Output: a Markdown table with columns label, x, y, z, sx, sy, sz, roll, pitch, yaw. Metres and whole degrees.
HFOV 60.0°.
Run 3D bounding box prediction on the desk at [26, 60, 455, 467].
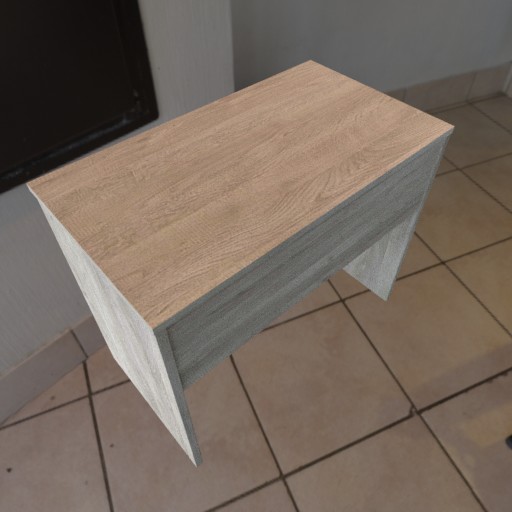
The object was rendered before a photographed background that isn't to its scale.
| label | x | y | z | sx | sy | sz | roll | pitch | yaw |
| --- | --- | --- | --- | --- | --- | --- | --- | --- | --- |
| desk | 0.000 | 0.000 | 1.306 | 0.893 | 0.724 | 0.498 | -34 | 56 | -26 |
